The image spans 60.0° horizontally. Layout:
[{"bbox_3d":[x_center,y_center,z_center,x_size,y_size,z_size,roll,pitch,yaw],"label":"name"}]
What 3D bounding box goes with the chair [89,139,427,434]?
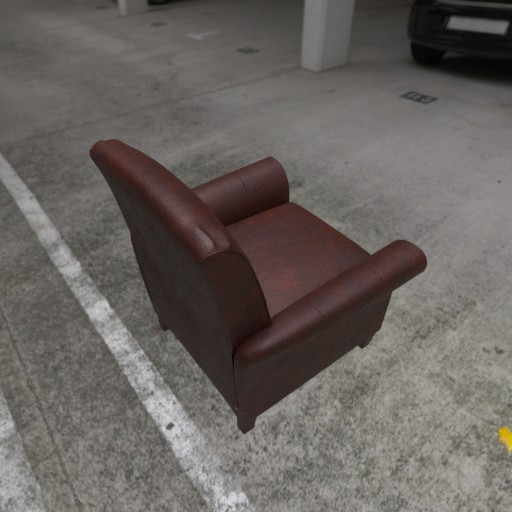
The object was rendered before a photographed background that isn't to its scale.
[{"bbox_3d":[0.000,0.000,1.796,0.902,1.061,0.978,-26,47,-27],"label":"chair"}]
